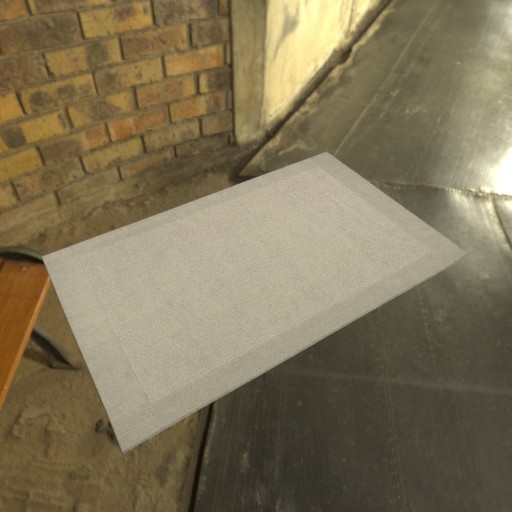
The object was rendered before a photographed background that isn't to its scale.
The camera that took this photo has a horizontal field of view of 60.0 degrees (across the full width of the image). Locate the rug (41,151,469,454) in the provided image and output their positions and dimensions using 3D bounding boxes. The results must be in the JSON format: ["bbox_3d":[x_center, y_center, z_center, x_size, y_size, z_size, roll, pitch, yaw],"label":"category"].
[{"bbox_3d":[0.000,0.000,2.968,2.438,0.014,1.524,-24,50,-22],"label":"rug"}]
